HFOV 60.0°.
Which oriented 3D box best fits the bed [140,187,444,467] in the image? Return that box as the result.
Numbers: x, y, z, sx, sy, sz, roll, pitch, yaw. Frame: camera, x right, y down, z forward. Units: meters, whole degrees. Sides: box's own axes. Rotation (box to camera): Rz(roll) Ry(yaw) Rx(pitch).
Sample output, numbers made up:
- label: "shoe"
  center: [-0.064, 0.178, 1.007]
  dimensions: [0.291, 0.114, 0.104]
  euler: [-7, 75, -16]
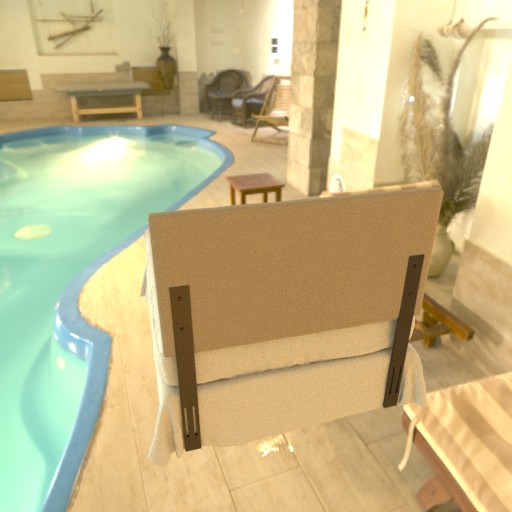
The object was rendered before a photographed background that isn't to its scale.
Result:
- label: "bed"
  center: [0.000, 0.000, 3.501]
  dimensions: [1.936, 1.577, 2.222]
  euler: [-7, 27, -14]
